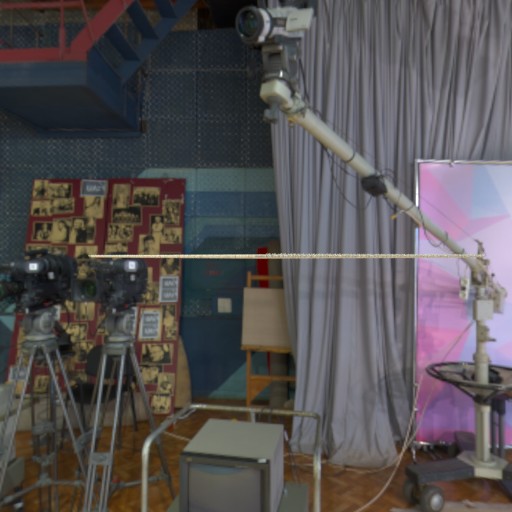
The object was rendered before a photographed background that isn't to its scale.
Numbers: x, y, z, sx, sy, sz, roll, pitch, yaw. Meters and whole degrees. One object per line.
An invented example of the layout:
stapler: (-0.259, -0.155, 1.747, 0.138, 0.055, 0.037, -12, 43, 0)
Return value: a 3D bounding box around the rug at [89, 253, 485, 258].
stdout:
rug: (0.000, 0.000, 2.319, 1.223, 0.015, 1.771, 0, 0, -36)
